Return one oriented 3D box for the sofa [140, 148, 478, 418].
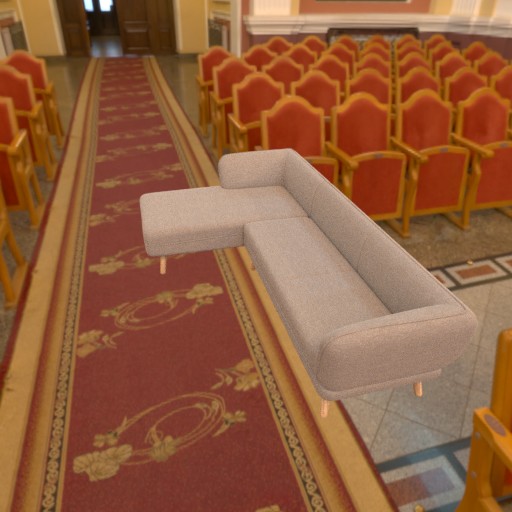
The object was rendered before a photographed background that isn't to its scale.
[{"bbox_3d":[0.000,0.000,3.167,1.532,0.693,2.653,-8,32,-13],"label":"sofa"}]
